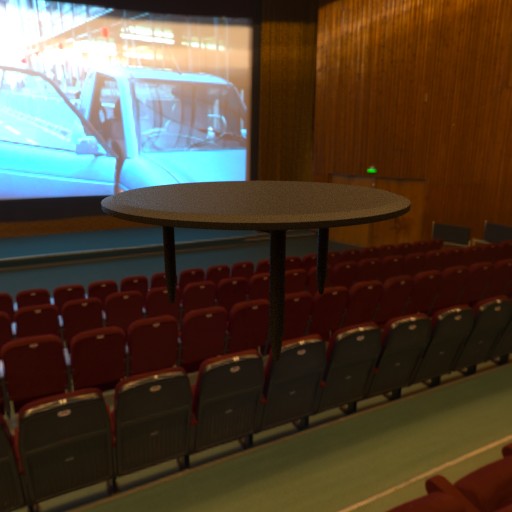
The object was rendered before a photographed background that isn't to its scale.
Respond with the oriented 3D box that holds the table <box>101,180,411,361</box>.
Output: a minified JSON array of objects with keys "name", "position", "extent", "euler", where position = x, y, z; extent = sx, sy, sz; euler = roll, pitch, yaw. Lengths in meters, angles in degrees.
[{"name":"table","position":[0.000,0.000,1.407],"extent":[0.900,0.400,0.900],"euler":[0,15,0]}]
